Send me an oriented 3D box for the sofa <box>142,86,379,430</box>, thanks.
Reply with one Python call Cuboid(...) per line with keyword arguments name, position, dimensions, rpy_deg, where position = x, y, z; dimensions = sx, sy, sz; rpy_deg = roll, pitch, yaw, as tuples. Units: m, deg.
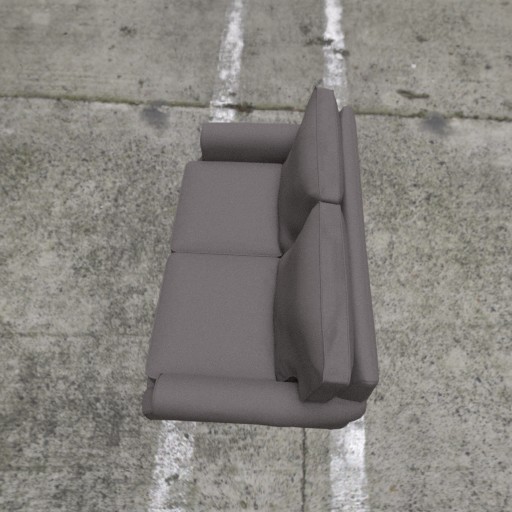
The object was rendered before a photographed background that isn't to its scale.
Cuboid(name="sofa", position=(0.000, 0.000, 2.227), dimensions=(0.964, 0.937, 1.665), rpy_deg=(3, 57, 2))
